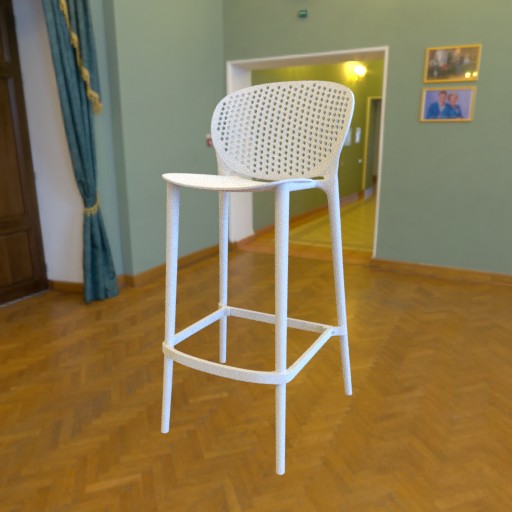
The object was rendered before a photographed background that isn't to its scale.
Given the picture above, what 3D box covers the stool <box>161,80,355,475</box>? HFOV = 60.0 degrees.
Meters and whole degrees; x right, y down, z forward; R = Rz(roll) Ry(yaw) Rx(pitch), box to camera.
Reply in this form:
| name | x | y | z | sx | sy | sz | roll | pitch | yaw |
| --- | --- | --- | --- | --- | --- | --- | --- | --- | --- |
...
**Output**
| name | x | y | z | sx | sy | sz | roll | pitch | yaw |
| --- | --- | --- | --- | --- | --- | --- | --- | --- | --- |
| stool | 0.000 | 0.000 | 1.345 | 0.536 | 1.045 | 0.535 | 7 | 17 | 26 |
